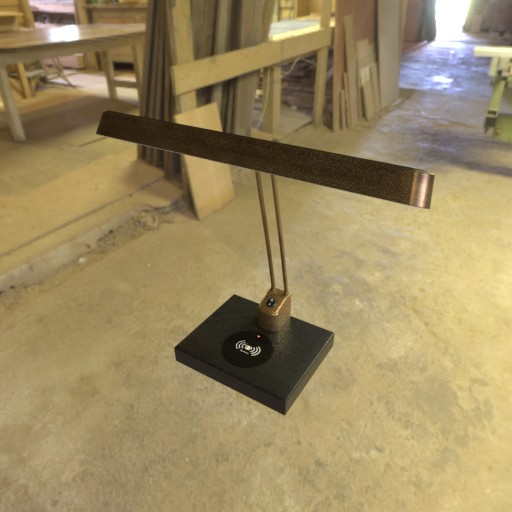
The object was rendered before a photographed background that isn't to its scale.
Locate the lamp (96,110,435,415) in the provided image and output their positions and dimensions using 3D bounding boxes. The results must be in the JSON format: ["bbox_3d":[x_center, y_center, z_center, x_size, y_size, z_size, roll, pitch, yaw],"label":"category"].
[{"bbox_3d":[0.000,0.000,0.583,0.412,0.345,0.156,18,36,27],"label":"lamp"}]
